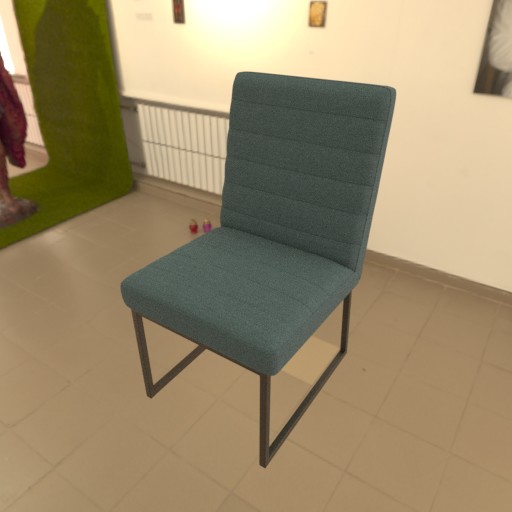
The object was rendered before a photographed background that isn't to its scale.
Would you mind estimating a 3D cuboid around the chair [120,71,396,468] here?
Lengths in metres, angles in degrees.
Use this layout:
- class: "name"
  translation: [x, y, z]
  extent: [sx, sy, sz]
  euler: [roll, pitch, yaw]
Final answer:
- class: "chair"
  translation: [0.000, 0.000, 1.319]
  extent: [0.520, 0.930, 0.634]
  euler: [19, 36, 29]
